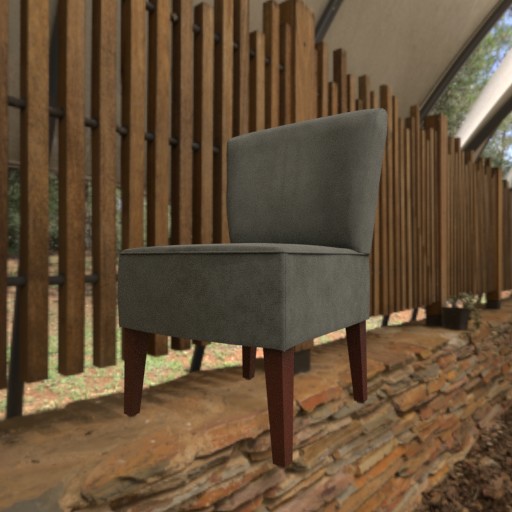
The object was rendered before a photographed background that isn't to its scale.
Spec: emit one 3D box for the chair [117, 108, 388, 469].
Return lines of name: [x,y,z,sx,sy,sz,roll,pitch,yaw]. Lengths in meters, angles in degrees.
chair: [0.000,0.000,1.154,0.521,0.806,0.554,0,0,36]
